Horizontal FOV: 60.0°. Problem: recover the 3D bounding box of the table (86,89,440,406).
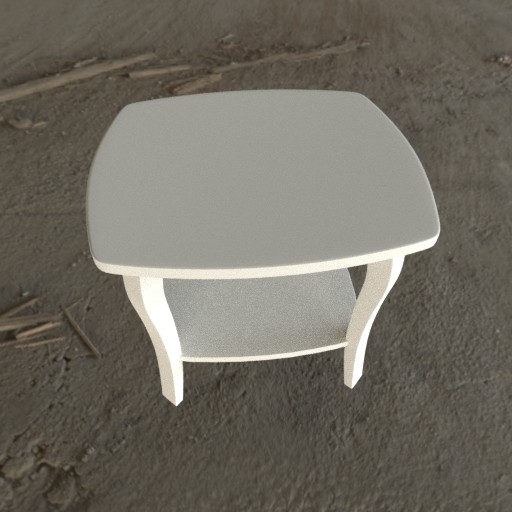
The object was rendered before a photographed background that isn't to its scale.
[{"bbox_3d":[0.000,0.000,0.842,0.502,0.438,0.451,-4,47,-4],"label":"table"}]
